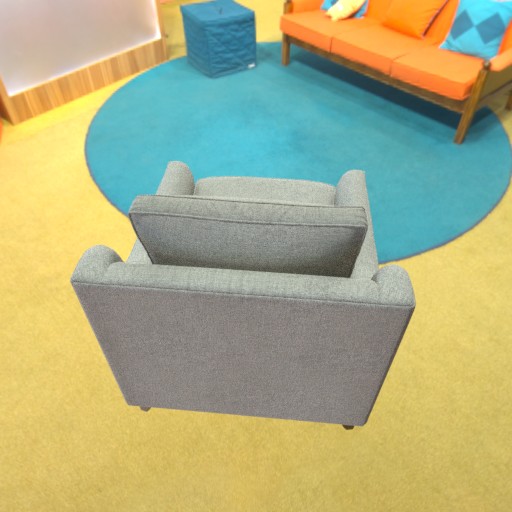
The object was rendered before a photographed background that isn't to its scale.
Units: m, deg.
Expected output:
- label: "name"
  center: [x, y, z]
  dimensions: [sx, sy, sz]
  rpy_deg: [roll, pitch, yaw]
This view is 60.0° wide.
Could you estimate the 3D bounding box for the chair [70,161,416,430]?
- label: "chair"
  center: [0.000, 0.000, 1.590]
  dimensions: [0.838, 0.864, 0.918]
  rpy_deg: [4, 46, 4]
